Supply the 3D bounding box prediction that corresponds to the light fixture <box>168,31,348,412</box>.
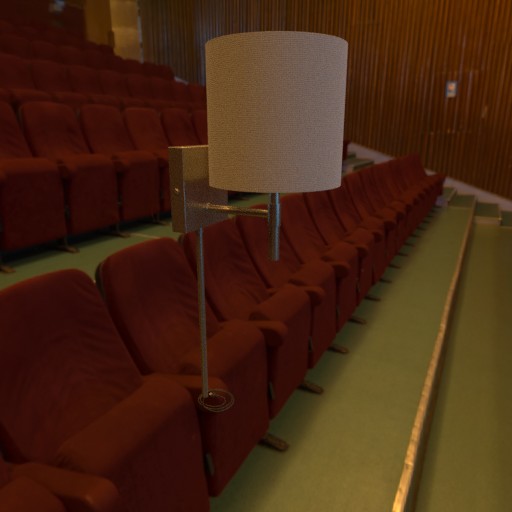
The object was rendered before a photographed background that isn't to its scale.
[{"bbox_3d":[0.000,0.000,0.685,0.248,0.589,0.188,8,18,26],"label":"light fixture"}]
